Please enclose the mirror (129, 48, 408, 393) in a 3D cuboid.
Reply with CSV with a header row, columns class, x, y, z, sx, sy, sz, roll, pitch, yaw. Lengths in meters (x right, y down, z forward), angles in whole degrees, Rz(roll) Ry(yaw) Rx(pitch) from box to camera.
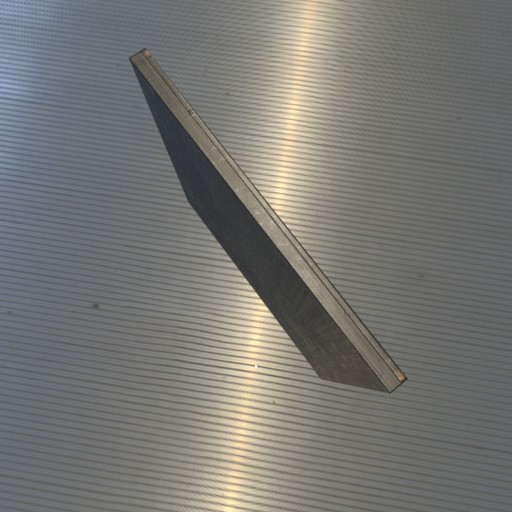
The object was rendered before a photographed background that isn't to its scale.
class,x,y,z,sx,sy,sz,roll,pitch,yaw
mirror,0.000,0.000,0.571,0.020,0.381,0.382,-36,79,-8
